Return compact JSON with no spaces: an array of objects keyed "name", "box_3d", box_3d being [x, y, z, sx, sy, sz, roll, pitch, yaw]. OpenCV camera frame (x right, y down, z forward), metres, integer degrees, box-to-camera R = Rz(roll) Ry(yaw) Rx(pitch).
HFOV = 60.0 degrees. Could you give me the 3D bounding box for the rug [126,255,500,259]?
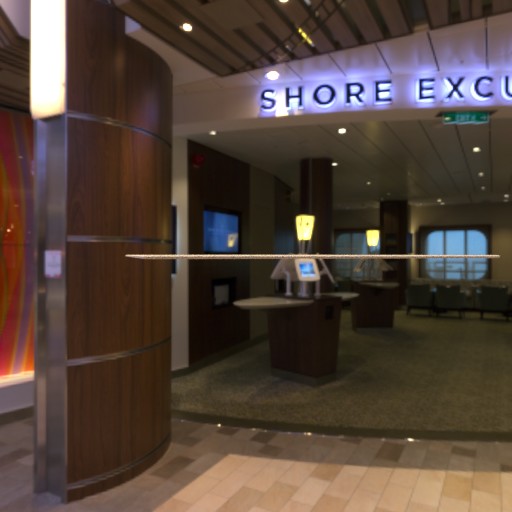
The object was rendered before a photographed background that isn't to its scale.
[{"name":"rug","box_3d":[0.000,0.000,2.237,1.219,0.010,1.829,0,0,-18]}]
